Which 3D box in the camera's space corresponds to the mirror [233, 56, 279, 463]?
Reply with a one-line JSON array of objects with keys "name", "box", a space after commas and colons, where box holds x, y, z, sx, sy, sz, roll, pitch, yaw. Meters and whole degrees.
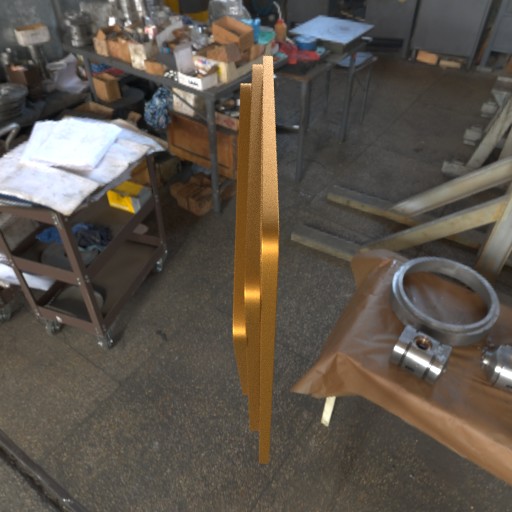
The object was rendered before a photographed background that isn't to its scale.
[{"name": "mirror", "box": [0.000, 0.000, 0.690, 0.045, 0.468, 0.470, 1, 43, 1]}]
